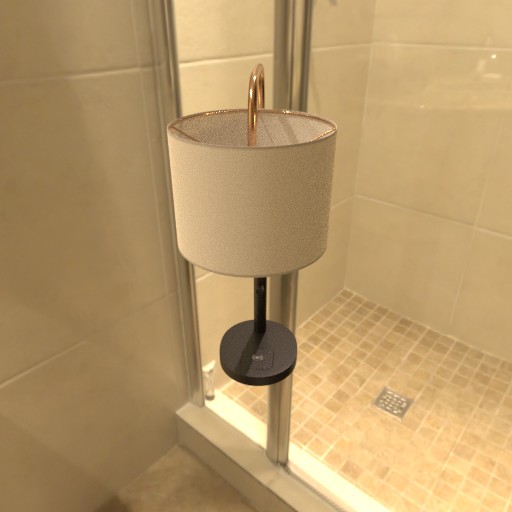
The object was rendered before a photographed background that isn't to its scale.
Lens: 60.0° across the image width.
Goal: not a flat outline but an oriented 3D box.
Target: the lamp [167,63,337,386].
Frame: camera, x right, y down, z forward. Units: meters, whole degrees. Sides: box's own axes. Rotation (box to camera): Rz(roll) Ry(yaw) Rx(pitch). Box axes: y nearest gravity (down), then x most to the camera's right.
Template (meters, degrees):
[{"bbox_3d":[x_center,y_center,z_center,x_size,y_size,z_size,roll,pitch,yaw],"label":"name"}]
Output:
[{"bbox_3d":[0.000,0.000,0.690,0.199,0.540,0.337,2,29,3],"label":"lamp"}]
